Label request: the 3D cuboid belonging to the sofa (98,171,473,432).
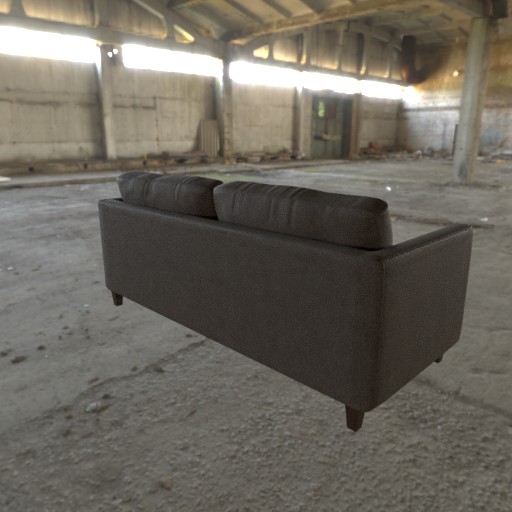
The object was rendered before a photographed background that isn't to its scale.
[{"bbox_3d":[0.000,0.000,2.705,2.208,0.965,0.951,15,21,43],"label":"sofa"}]
